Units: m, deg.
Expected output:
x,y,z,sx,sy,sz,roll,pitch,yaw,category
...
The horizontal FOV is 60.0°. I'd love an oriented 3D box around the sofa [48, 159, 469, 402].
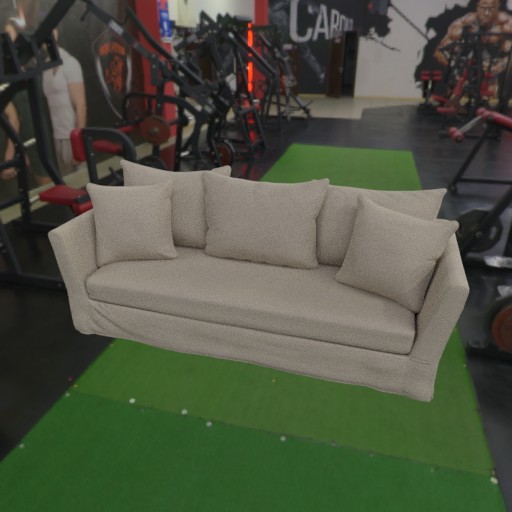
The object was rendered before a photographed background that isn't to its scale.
x,y,z,sx,sy,sz,roll,pitch,yaw,category
0.000,0.000,3.021,2.499,1.047,1.046,8,27,15,sofa
